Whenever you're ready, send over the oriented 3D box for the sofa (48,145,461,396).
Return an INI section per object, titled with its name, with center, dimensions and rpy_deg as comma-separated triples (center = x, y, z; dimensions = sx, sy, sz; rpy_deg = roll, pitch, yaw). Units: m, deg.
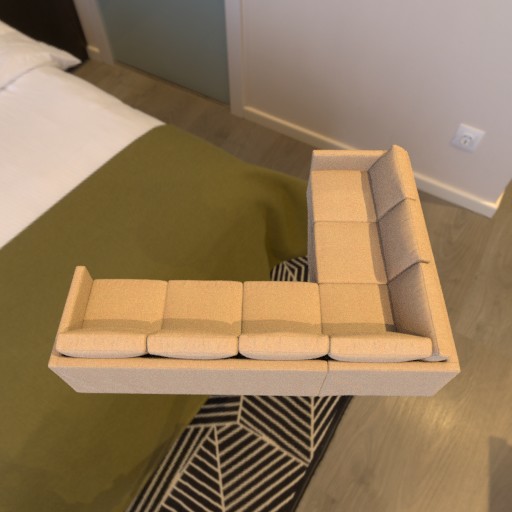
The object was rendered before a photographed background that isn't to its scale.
[sofa]
center = 0.000, 0.000, 4.257
dimensions = 3.182, 0.871, 2.432
rpy_deg = 1, 56, 1
